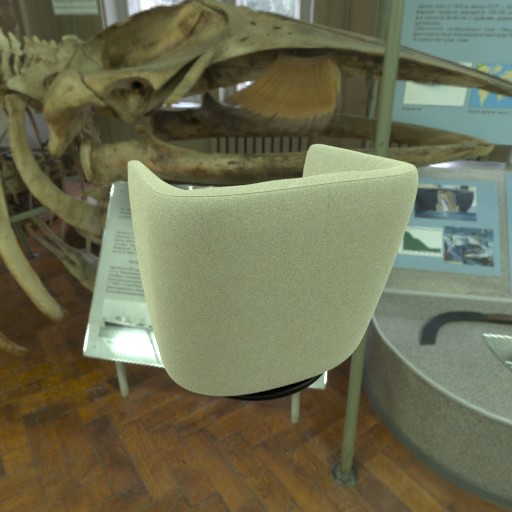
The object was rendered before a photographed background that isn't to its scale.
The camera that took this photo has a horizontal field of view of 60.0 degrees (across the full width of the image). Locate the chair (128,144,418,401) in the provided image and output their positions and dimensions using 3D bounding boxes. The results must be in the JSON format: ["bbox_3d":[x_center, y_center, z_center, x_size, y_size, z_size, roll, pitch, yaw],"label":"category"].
[{"bbox_3d":[0.000,0.000,1.637,0.822,0.861,0.986,-10,28,-18],"label":"chair"}]
